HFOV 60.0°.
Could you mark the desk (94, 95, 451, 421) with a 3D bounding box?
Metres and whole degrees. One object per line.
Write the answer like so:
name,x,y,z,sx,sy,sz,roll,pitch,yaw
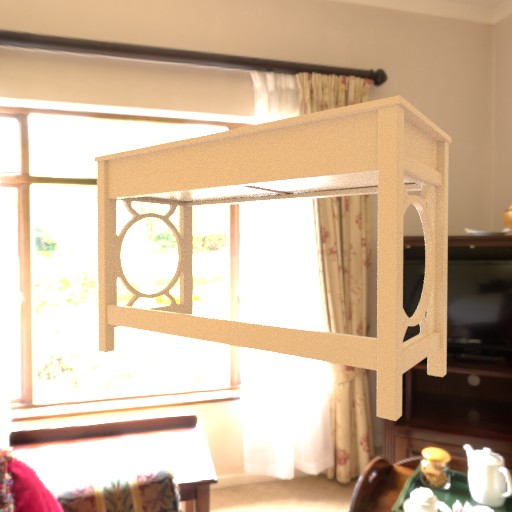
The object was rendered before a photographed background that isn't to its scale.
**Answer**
desk,0.000,0.000,1.579,1.191,0.762,0.504,1,2,36
